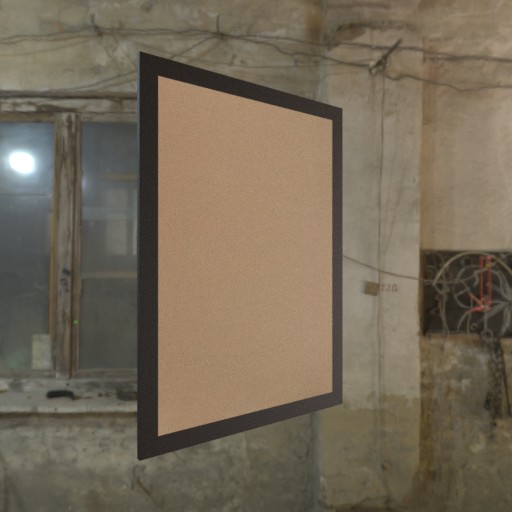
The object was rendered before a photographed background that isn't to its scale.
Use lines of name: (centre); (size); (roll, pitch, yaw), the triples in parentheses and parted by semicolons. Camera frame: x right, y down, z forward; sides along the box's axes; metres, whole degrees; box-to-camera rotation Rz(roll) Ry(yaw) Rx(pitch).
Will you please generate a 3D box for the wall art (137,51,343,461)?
wall art: (0.000, 0.000, 0.688); (0.379, 0.530, 0.008); (0, 0, -36)
